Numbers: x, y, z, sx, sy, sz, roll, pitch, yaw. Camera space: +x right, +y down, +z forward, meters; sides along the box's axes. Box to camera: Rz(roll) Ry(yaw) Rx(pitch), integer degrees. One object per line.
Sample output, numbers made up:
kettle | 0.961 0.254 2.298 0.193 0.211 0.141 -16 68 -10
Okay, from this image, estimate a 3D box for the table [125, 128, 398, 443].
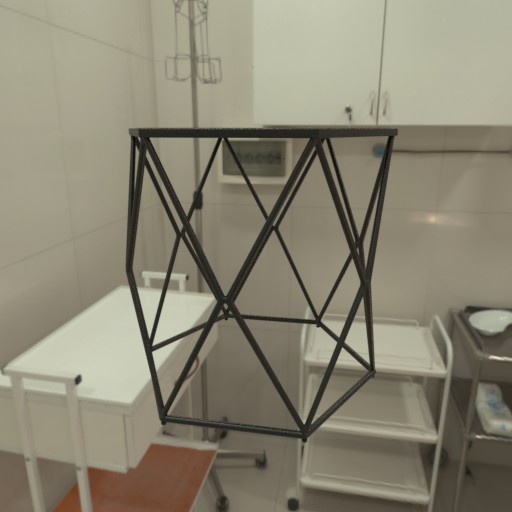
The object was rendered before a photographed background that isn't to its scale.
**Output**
table | 0.000 0.000 1.015 0.578 0.564 0.579 3 16 10
